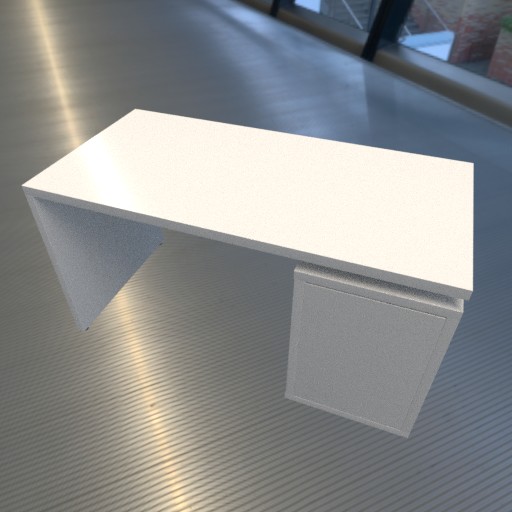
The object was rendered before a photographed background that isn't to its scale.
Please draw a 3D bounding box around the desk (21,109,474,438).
[{"bbox_3d":[0.000,0.000,1.763,1.400,0.740,0.690,14,42,16],"label":"desk"}]
